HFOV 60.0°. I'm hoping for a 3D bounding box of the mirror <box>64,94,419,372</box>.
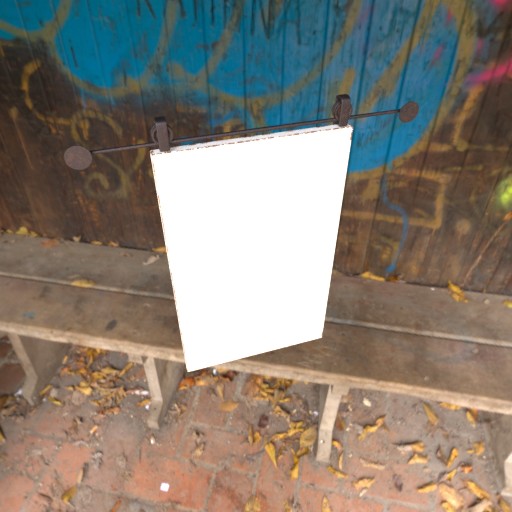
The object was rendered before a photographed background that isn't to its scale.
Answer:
[{"bbox_3d":[0.000,0.000,1.222,0.808,0.844,0.037,-12,42,-13],"label":"mirror"}]
